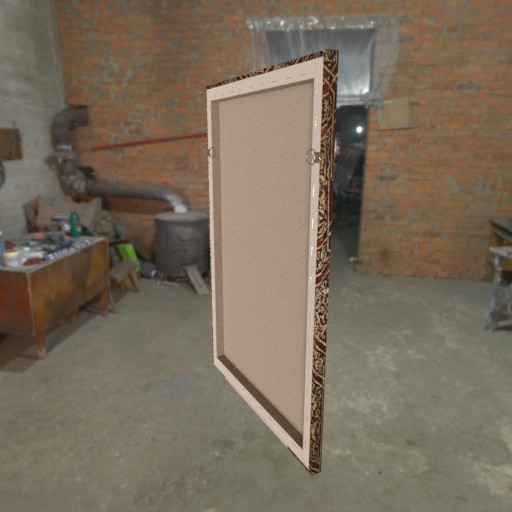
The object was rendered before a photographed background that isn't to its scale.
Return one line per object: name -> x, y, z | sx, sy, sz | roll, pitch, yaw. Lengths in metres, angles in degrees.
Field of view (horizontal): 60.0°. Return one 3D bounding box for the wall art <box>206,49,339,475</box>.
wall art -> 0.000, 0.000, 1.170 | 0.030, 0.904, 0.599 | -7, 16, -27
